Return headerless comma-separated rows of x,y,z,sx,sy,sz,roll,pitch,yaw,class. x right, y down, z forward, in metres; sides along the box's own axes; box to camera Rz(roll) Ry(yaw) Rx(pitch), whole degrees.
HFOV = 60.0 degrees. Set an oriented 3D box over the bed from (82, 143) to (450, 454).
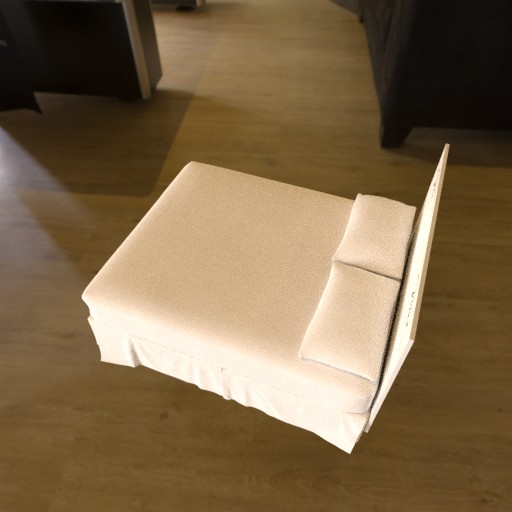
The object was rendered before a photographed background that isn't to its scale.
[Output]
0.000,0.000,3.171,2.094,1.335,1.745,16,50,14,bed
